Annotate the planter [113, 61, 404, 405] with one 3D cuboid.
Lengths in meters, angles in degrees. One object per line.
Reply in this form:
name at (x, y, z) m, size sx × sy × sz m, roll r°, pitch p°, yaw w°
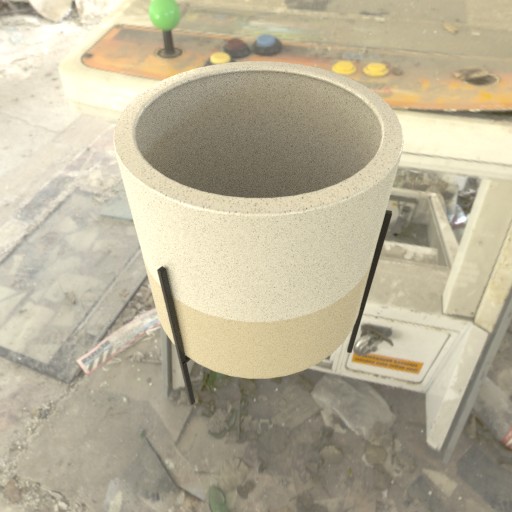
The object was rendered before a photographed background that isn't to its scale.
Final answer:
planter at (0.000, 0.000, 0.725) m, size 0.359 × 0.484 × 0.368 m, roll 31°, pitch 54°, yaw 26°
